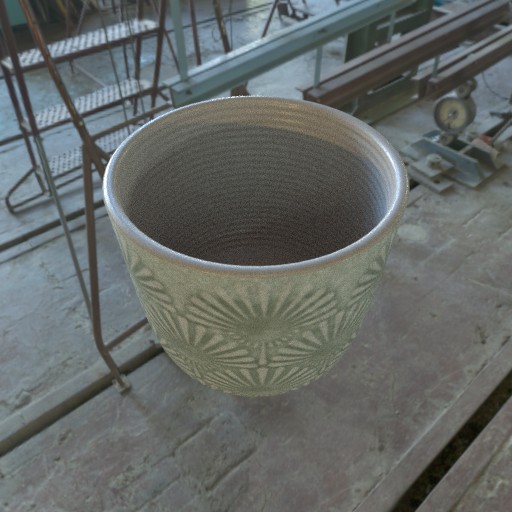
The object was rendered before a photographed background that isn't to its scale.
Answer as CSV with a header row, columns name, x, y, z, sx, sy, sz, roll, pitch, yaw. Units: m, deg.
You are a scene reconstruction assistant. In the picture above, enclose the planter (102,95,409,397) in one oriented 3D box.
name,x,y,z,sx,sy,sz,roll,pitch,yaw
planter,0.000,0.000,0.222,0.124,0.109,0.124,0,46,0
